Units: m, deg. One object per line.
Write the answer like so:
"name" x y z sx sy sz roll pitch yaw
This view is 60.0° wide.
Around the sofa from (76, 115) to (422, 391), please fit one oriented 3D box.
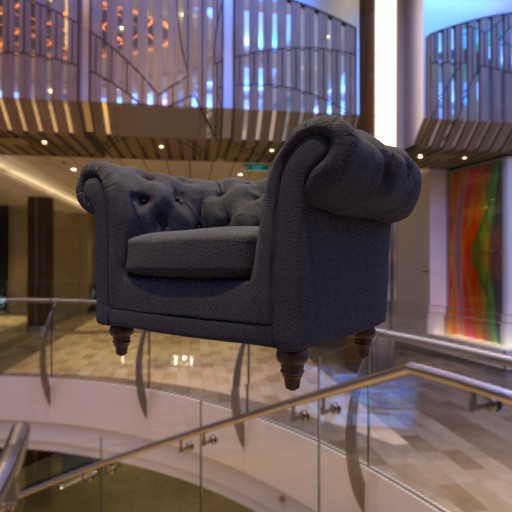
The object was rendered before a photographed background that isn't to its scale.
"sofa" 0.000 0.000 2.033 1.405 0.878 1.032 0 -1 36
